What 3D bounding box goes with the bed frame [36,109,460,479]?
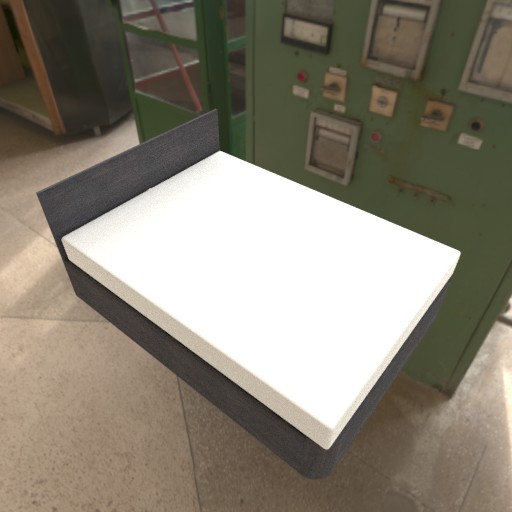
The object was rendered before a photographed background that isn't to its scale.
[{"bbox_3d":[0.000,0.000,2.592,1.900,0.800,1.400,29,49,28],"label":"bed frame"}]
